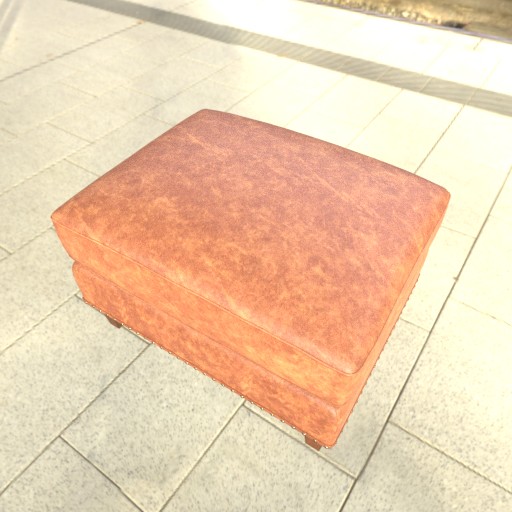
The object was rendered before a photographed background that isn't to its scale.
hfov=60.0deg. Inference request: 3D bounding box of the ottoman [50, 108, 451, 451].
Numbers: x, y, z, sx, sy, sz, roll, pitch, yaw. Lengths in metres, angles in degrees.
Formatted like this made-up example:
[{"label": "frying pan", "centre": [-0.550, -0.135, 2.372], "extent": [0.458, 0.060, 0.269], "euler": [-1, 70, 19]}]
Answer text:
[{"label": "ottoman", "centre": [0.000, 0.000, 1.127], "extent": [0.742, 0.486, 0.586], "euler": [25, 51, 22]}]
